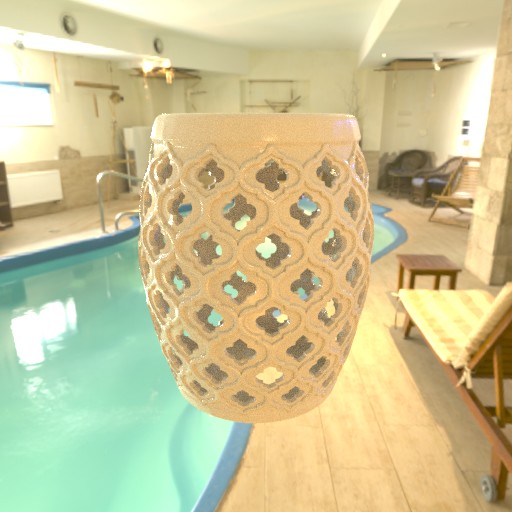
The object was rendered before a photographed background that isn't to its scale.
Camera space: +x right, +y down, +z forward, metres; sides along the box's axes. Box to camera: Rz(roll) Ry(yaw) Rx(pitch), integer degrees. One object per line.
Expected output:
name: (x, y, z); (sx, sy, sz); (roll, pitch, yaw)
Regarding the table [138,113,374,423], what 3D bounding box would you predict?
table: (0.000, 0.000, 0.638); (0.325, 0.388, 0.325); (0, 17, 0)
